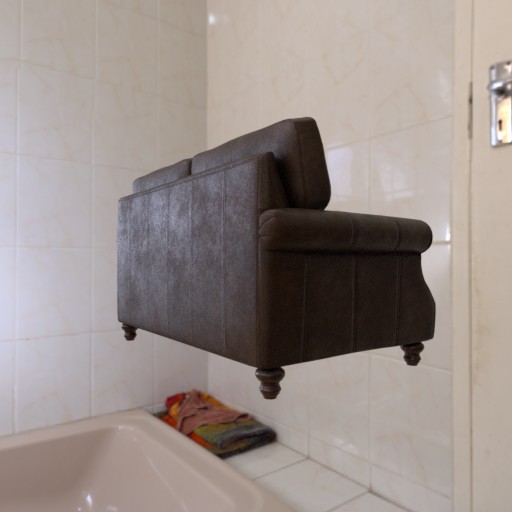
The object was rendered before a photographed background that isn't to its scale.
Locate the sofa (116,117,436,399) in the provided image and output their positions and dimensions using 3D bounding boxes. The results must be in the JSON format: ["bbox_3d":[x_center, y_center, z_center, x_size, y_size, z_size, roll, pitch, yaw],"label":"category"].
[{"bbox_3d":[0.000,0.000,2.299,0.990,0.976,1.616,0,-1,-36],"label":"sofa"}]
